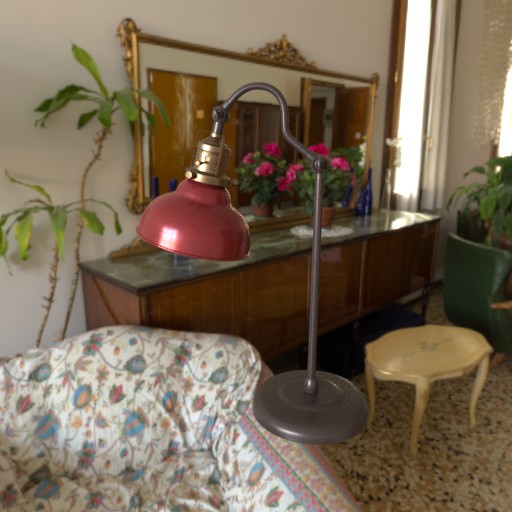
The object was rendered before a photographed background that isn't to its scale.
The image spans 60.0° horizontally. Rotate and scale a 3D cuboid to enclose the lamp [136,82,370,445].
[{"bbox_3d":[0.000,0.000,0.690,0.374,0.508,0.192,2,14,9],"label":"lamp"}]
